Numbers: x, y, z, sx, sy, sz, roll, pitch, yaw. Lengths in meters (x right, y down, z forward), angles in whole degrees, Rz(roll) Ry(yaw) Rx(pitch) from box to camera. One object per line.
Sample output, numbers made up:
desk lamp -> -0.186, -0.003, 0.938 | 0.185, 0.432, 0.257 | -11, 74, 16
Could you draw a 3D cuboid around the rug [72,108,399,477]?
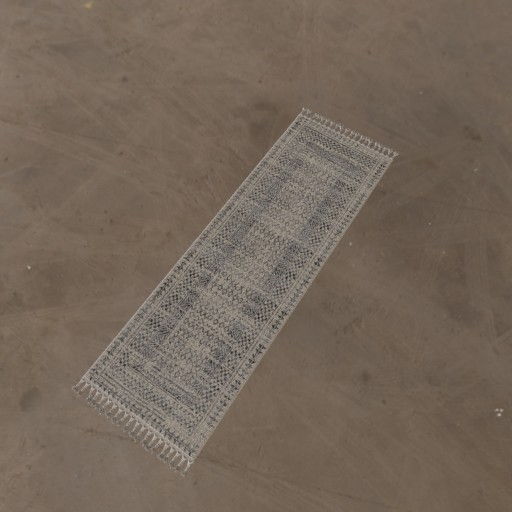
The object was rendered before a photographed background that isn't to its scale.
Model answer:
rug -> 0.000, 0.000, 2.763 | 0.786, 0.013, 2.480 | 31, 68, 14
